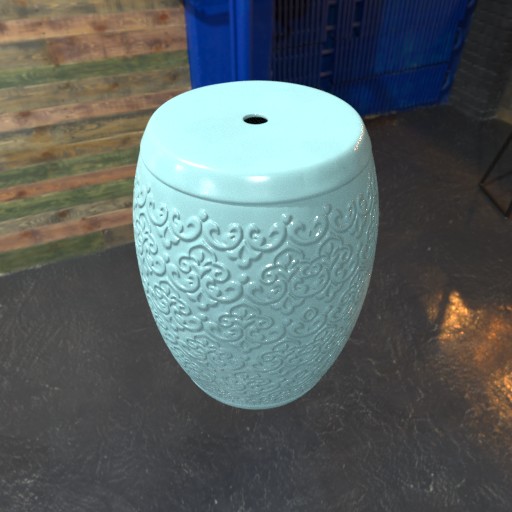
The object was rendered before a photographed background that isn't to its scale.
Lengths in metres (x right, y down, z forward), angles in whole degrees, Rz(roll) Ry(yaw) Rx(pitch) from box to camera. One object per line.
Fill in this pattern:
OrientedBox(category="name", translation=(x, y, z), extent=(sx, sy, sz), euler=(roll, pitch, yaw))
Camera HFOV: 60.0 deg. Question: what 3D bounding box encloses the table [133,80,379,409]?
OrientedBox(category="table", translation=(0.000, 0.000, 0.607), extent=(0.309, 0.397, 0.309), euler=(0, 41, 0))
